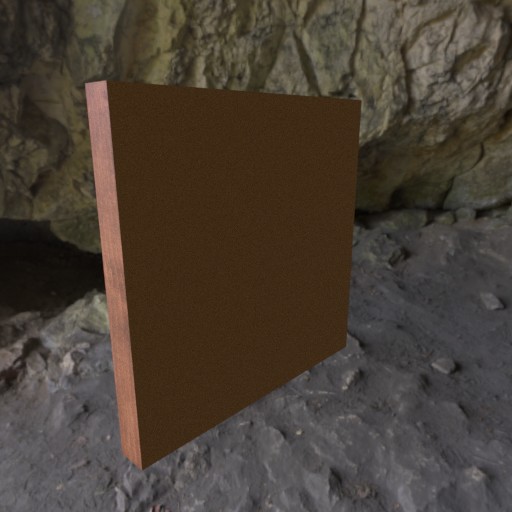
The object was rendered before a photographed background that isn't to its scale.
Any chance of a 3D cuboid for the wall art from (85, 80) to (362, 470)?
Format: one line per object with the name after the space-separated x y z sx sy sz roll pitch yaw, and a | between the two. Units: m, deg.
0.000 0.000 0.559 0.038 0.385 0.386 15 22 42 | wall art
